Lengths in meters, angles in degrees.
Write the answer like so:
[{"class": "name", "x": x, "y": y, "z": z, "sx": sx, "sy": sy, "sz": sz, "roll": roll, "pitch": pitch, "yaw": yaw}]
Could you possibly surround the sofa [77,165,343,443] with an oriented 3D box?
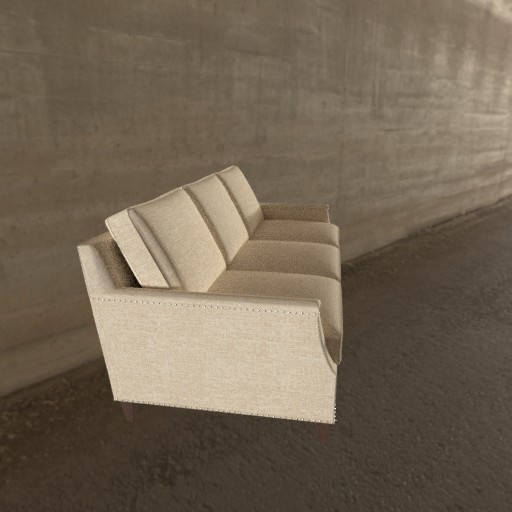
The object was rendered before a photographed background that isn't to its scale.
[{"class": "sofa", "x": 0.000, "y": 0.000, "z": 2.779, "sx": 1.041, "sy": 0.940, "sz": 2.210, "roll": 3, "pitch": 17, "yaw": 9}]
